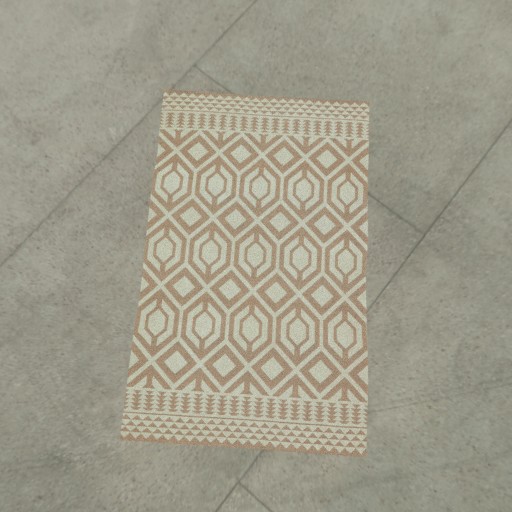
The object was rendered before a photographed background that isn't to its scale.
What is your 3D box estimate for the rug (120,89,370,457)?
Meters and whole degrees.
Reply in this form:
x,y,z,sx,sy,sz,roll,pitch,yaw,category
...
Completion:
x,y,z,sx,sy,sz,roll,pitch,yaw,category
0.000,0.000,2.994,1.526,0.011,2.435,4,77,1,rug
